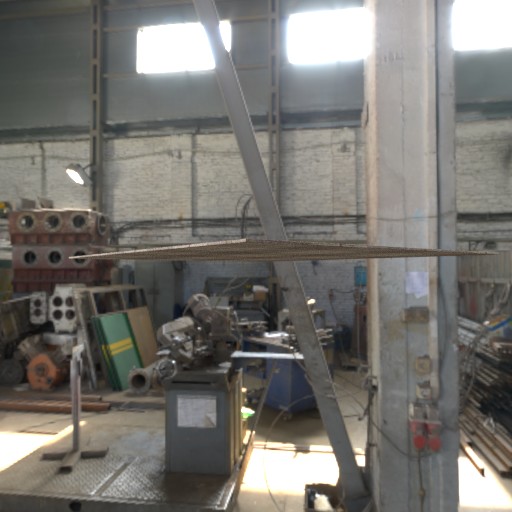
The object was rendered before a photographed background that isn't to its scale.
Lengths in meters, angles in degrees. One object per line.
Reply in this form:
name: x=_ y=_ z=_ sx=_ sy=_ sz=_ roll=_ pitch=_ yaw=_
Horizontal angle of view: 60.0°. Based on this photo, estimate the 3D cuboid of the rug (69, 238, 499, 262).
rug: x=0.000 y=0.000 z=3.803 sx=2.317 sy=0.016 sz=2.959 roll=2 pitch=-3 yaw=-37
